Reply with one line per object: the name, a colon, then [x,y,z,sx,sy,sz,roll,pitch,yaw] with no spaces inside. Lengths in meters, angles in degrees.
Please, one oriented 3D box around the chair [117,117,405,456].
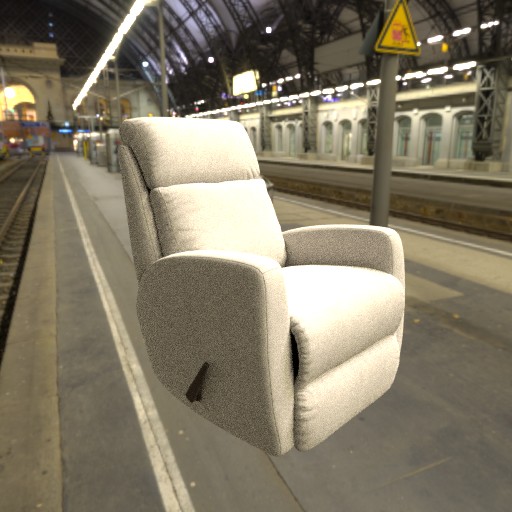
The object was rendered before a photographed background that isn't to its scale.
chair: [0.000,0.000,1.664,0.941,1.015,0.812,14,20,43]
